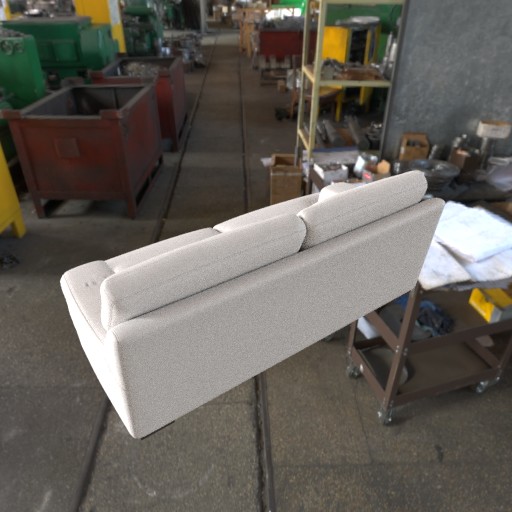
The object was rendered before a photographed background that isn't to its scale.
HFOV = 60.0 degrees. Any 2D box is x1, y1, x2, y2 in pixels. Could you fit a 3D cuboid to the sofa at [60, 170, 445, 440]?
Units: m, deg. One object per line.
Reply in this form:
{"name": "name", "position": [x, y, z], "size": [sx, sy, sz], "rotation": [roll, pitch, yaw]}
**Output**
{"name": "sofa", "position": [0.000, 0.000, 2.814], "size": [2.261, 0.940, 1.143], "rotation": [-21, 38, -30]}
